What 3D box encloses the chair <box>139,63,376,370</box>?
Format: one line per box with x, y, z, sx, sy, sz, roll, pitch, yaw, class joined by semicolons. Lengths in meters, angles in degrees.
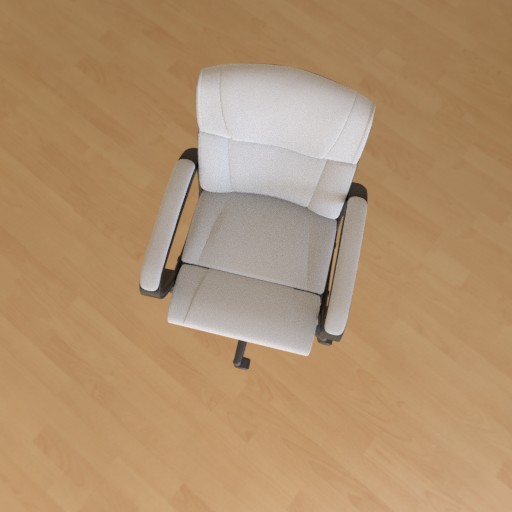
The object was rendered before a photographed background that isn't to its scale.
0.000;0.000;1.452;0.739;1.004;0.717;13;75;4;chair
